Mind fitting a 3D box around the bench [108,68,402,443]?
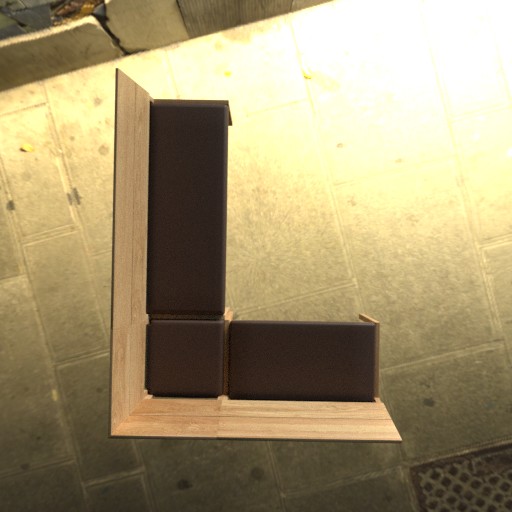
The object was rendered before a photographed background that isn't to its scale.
[{"bbox_3d":[0.000,0.000,2.770,1.549,0.890,1.975,0,90,0],"label":"bench"}]
